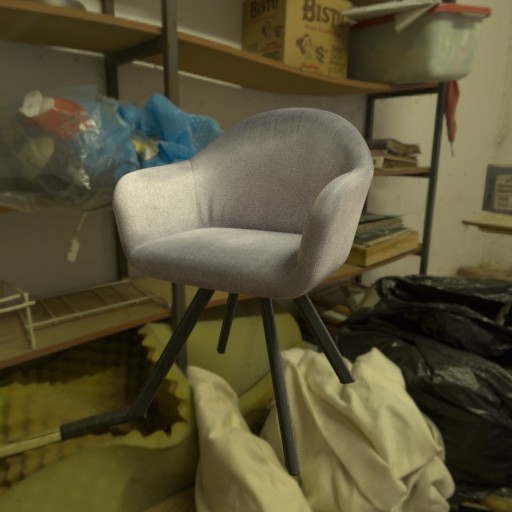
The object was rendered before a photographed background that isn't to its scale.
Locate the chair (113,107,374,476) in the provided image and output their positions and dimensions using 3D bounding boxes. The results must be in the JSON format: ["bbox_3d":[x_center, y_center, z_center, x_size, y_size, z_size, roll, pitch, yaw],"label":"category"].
[{"bbox_3d":[0.000,0.000,1.171,0.570,0.780,0.540,7,15,27],"label":"chair"}]
